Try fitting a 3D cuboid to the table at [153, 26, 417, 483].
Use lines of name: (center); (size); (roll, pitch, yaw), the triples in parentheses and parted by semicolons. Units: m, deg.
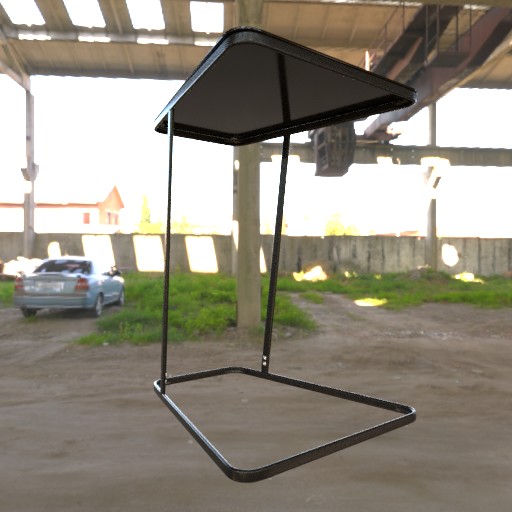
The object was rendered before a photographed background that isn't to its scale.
table: (0.000, 0.000, 0.914); (0.427, 0.624, 0.500); (0, 0, -37)
